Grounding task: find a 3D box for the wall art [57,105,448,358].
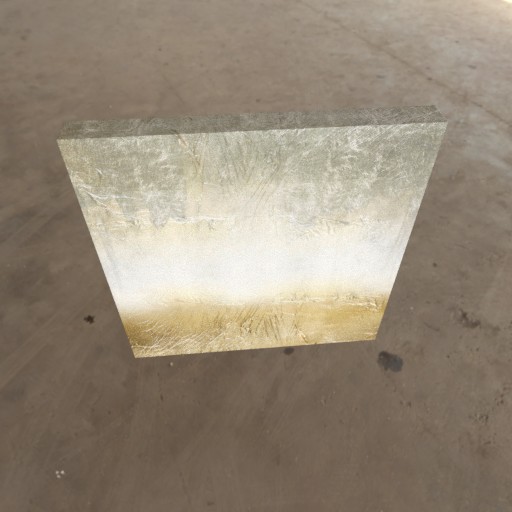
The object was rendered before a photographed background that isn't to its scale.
[{"bbox_3d":[0.000,0.000,0.615,0.405,0.407,0.038,-4,46,-4],"label":"wall art"}]
